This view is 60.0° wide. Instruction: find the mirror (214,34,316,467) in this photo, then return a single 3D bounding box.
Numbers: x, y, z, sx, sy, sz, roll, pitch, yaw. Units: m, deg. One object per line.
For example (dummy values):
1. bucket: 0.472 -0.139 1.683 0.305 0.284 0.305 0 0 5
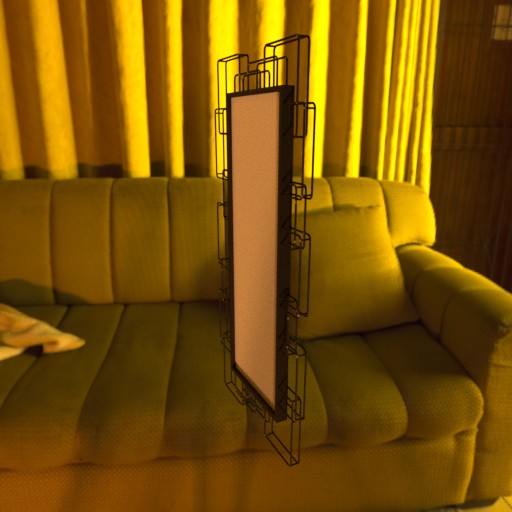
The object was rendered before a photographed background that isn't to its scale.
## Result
1. mirror: 0.000 0.000 1.395 0.037 1.192 0.565 -8 18 -25
